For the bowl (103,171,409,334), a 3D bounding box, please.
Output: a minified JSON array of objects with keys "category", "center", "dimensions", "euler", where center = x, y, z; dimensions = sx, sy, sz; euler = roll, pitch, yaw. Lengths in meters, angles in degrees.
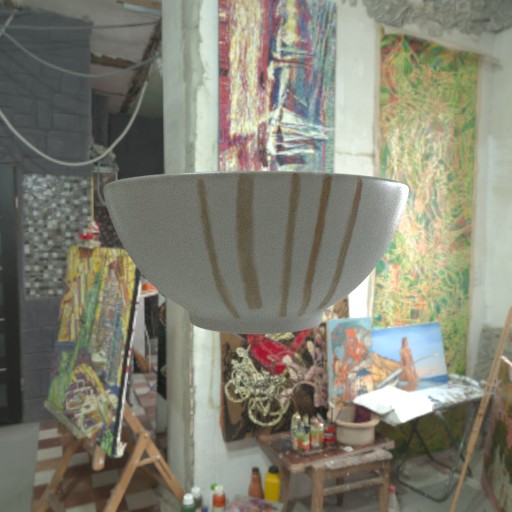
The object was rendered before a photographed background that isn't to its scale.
[{"category":"bowl","center":[0.000,0.000,0.414],"dimensions":[0.268,0.121,0.268],"euler":[0,3,0]}]
